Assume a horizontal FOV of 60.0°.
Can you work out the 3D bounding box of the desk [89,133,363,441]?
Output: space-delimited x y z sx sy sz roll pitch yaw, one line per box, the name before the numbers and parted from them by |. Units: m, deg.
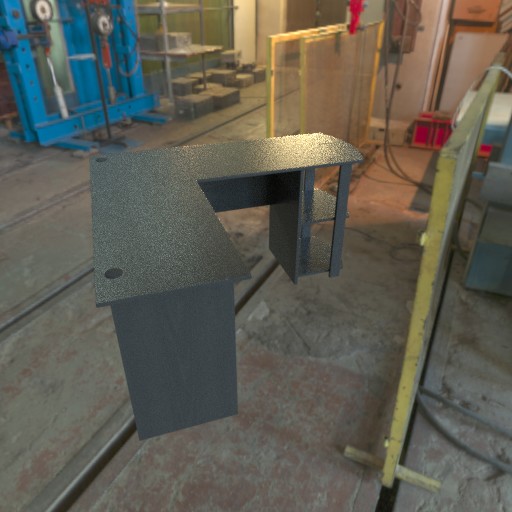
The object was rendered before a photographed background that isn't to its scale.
desk | 0.000 0.000 2.109 1.361 0.716 1.303 -10 33 -16
